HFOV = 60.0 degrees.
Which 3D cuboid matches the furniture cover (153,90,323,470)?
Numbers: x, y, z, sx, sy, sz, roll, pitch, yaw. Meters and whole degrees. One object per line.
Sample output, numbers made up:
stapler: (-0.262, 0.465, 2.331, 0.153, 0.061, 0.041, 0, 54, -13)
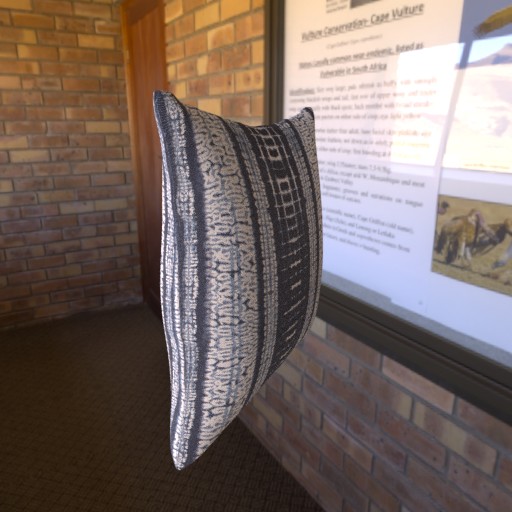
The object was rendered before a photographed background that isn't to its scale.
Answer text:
furniture cover: (0.000, 0.000, 0.656, 0.133, 0.435, 0.425, 8, 18, 25)
